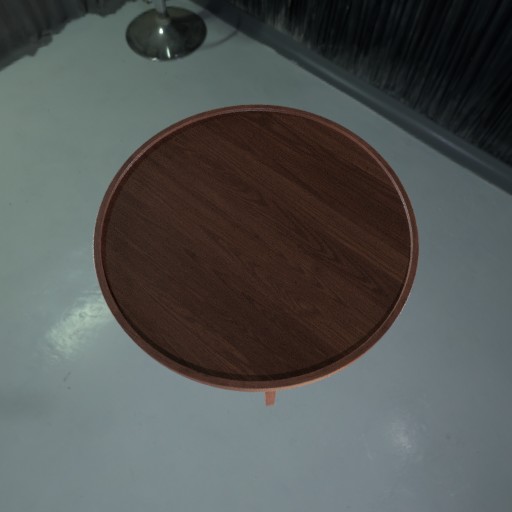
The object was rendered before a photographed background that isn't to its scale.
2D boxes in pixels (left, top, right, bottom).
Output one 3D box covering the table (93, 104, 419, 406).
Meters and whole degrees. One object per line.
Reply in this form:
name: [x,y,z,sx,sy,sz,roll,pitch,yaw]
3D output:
table: [0.000,0.000,1.262,0.800,0.360,0.800,0,64,0]
